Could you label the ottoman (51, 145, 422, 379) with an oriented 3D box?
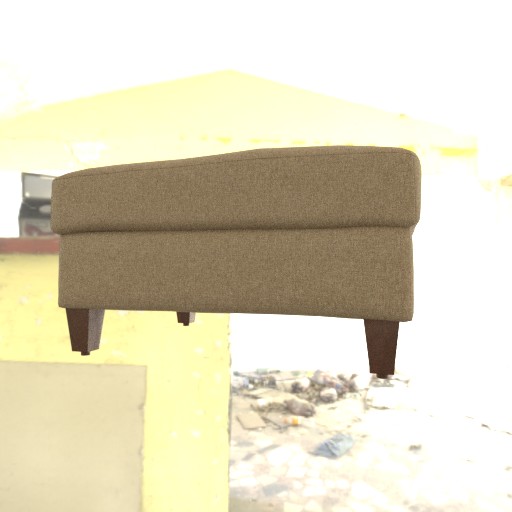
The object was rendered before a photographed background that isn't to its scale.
[{"bbox_3d":[0.000,0.000,1.292,0.889,0.511,0.692,0,-1,18],"label":"ottoman"}]
